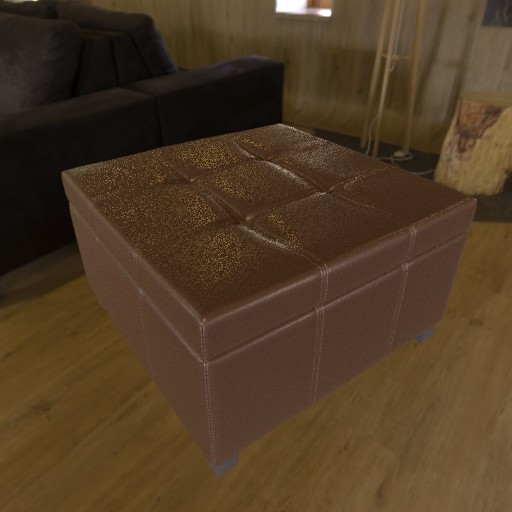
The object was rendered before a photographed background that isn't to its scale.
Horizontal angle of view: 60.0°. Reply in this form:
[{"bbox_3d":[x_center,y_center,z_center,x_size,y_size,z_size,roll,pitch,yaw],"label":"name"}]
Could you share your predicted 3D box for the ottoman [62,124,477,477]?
[{"bbox_3d":[0.000,0.000,1.259,0.787,0.460,0.788,-21,39,-29],"label":"ottoman"}]
